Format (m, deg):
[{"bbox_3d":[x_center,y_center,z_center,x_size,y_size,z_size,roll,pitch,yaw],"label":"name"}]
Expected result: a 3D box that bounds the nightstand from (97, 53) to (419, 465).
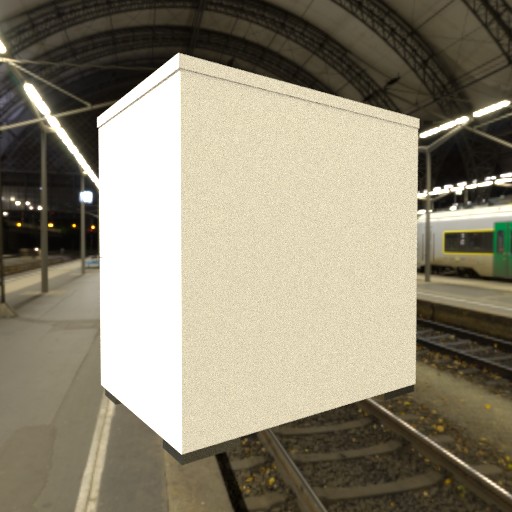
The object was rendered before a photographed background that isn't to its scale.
[{"bbox_3d":[0.000,0.000,0.754,0.441,0.460,0.325,-1,2,-36],"label":"nightstand"}]
